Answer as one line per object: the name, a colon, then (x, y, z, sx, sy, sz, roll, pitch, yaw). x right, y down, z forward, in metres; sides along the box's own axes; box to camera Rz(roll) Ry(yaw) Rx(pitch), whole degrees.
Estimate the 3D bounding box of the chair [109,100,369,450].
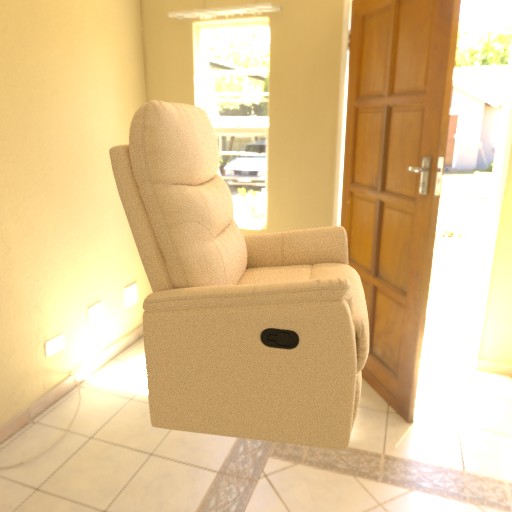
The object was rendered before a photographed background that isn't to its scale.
chair: (0.000, 0.000, 1.654, 0.831, 1.082, 0.775, 3, 17, 9)
